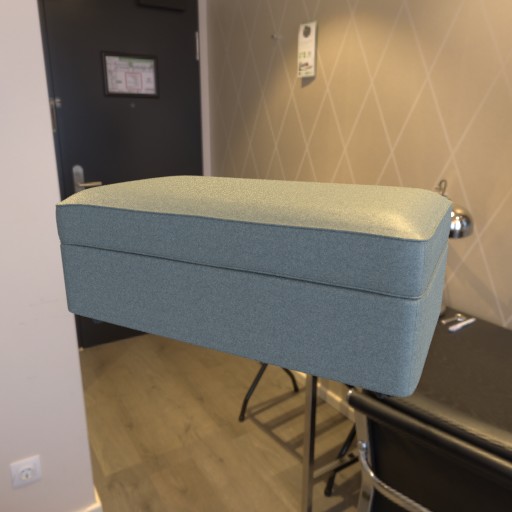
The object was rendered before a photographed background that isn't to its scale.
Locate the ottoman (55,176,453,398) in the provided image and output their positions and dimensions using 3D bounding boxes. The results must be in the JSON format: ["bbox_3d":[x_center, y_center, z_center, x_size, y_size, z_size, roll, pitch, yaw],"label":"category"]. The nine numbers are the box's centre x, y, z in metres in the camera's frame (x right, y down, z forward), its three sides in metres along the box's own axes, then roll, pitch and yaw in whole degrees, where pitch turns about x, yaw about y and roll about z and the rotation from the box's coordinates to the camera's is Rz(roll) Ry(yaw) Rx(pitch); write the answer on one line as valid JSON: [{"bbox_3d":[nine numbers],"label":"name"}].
[{"bbox_3d":[0.000,0.000,1.525,1.173,0.494,0.681,8,17,26],"label":"ottoman"}]
